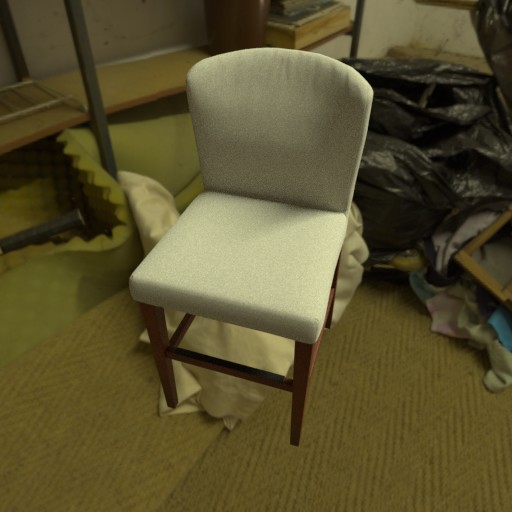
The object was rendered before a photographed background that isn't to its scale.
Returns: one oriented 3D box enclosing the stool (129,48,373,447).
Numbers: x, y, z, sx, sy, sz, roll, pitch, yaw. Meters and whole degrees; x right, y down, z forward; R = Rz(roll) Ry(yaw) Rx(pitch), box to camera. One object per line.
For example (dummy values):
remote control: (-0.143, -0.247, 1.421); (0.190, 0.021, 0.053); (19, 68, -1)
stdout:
stool: (0.000, 0.000, 1.256); (0.479, 0.968, 0.568); (12, 41, 14)
